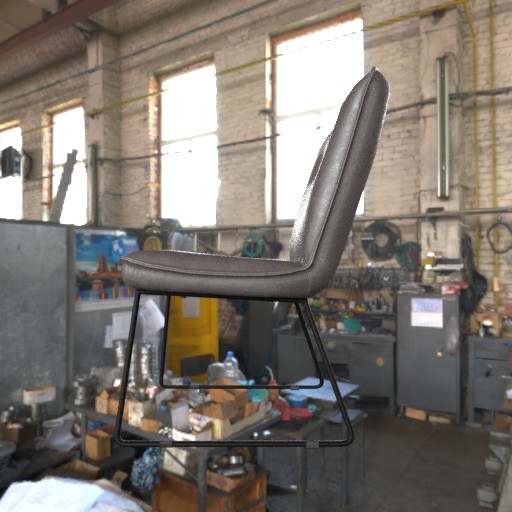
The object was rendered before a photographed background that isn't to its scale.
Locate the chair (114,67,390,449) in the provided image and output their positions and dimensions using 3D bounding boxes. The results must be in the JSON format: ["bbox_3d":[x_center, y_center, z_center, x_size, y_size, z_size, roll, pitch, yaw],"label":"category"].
[{"bbox_3d":[0.000,0.000,1.323,0.688,0.932,0.515,0,-1,0],"label":"chair"}]
